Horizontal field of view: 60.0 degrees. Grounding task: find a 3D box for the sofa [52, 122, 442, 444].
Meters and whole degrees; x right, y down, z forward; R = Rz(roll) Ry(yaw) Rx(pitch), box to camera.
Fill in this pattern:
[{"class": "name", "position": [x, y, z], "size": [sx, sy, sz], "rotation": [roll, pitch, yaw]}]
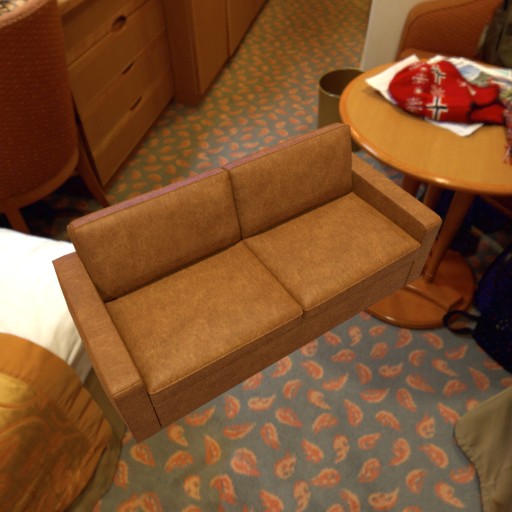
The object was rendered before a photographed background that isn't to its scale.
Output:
[{"class": "sofa", "position": [0.000, 0.000, 2.677], "size": [2.156, 0.928, 0.991], "rotation": [-25, 52, -21]}]
